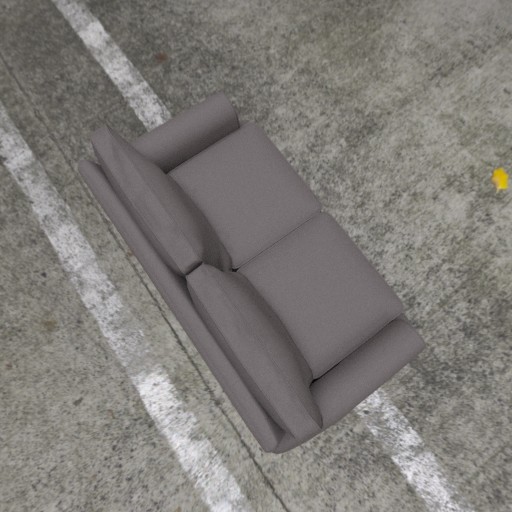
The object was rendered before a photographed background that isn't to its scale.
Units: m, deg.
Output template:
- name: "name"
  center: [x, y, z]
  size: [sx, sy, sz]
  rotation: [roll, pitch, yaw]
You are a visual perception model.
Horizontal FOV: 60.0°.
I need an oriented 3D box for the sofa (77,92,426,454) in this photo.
- name: "sofa"
  center: [0.000, 0.000, 2.217]
  size: [0.964, 0.937, 1.665]
  rotation: [-34, 77, -9]
